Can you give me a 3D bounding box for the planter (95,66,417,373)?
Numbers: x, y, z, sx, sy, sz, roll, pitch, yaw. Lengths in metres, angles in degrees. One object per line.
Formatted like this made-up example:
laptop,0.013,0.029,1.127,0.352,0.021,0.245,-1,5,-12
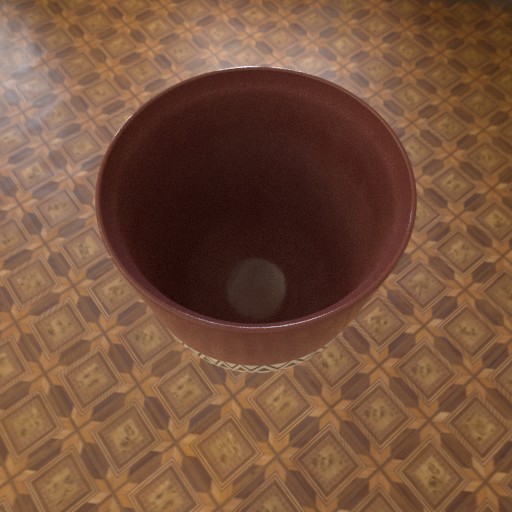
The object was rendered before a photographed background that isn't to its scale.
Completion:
planter,0.000,0.000,0.366,0.195,0.214,0.195,0,63,0
